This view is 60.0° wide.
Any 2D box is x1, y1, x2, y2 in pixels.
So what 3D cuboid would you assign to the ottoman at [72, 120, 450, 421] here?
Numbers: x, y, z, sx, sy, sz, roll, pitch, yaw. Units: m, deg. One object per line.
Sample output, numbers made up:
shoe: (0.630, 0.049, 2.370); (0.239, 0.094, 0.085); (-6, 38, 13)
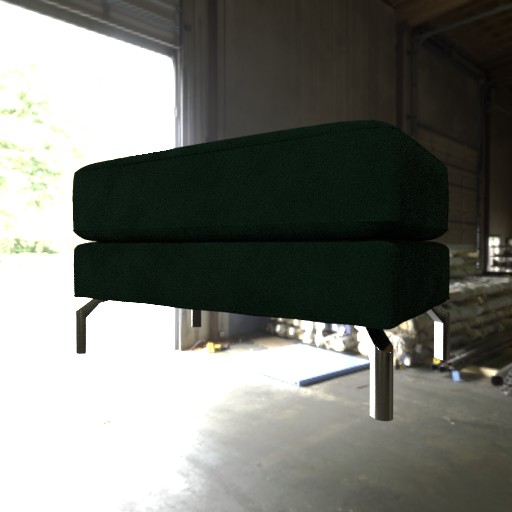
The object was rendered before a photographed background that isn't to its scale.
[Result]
ottoman: (0.000, 0.000, 1.177); (0.886, 0.533, 0.536); (1, 1, 34)
